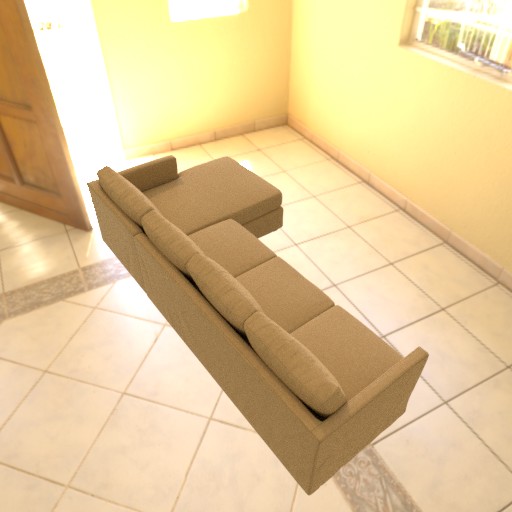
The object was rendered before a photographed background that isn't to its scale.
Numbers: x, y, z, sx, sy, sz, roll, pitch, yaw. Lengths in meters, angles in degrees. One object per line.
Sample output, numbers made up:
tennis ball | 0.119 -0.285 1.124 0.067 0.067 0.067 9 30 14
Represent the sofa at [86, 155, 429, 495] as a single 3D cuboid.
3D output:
sofa | 0.000 0.000 3.740 1.622 0.867 3.177 -27 48 -27
